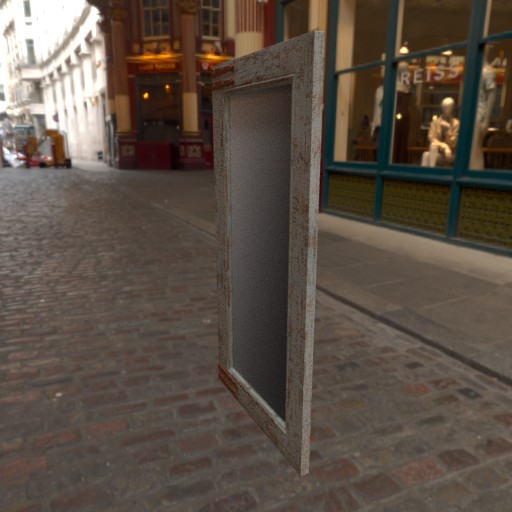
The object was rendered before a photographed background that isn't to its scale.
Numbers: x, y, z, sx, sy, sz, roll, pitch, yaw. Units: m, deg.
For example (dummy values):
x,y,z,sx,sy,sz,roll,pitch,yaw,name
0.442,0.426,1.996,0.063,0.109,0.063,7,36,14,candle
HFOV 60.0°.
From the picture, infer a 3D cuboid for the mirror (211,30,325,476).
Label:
x,y,z,sx,sy,sz,roll,pitch,yaw,name
0.000,0.000,1.092,0.027,0.922,0.472,-8,17,-27,mirror
